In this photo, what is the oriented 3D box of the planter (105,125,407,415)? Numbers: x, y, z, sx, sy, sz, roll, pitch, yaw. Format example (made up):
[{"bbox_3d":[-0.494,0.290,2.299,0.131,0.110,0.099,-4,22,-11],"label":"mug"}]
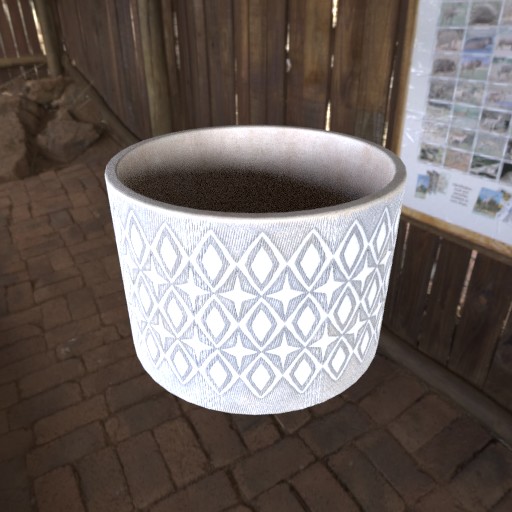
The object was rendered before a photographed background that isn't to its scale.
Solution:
[{"bbox_3d":[0.000,0.000,0.282,0.164,0.127,0.164,0,29,0],"label":"planter"}]
